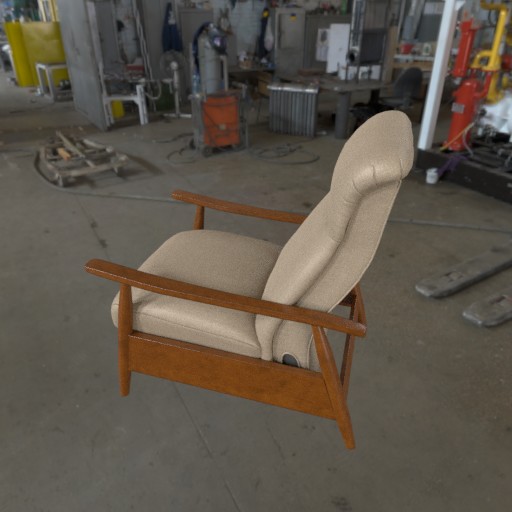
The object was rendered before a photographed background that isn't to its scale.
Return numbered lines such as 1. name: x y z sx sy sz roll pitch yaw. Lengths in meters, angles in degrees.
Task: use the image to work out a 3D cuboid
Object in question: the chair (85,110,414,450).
1. chair: 0.000 0.000 1.770 1.032 1.082 0.762 8 31 14
